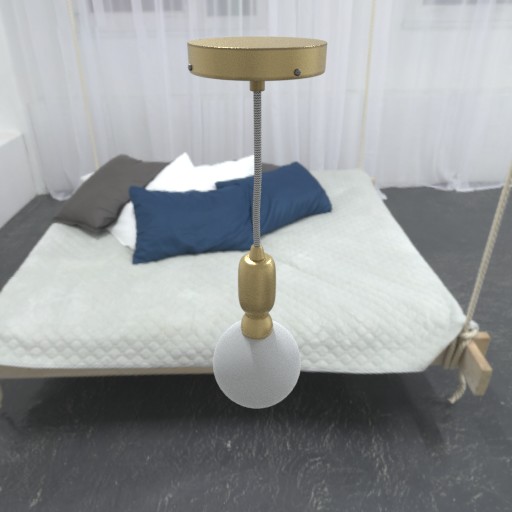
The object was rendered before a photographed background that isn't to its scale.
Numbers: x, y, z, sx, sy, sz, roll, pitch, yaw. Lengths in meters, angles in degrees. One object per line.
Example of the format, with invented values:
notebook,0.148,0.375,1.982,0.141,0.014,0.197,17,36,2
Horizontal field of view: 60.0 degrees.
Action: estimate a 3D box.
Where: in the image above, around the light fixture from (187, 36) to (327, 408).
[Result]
light fixture,0.000,0.000,0.584,0.146,0.510,0.147,-11,32,-18
